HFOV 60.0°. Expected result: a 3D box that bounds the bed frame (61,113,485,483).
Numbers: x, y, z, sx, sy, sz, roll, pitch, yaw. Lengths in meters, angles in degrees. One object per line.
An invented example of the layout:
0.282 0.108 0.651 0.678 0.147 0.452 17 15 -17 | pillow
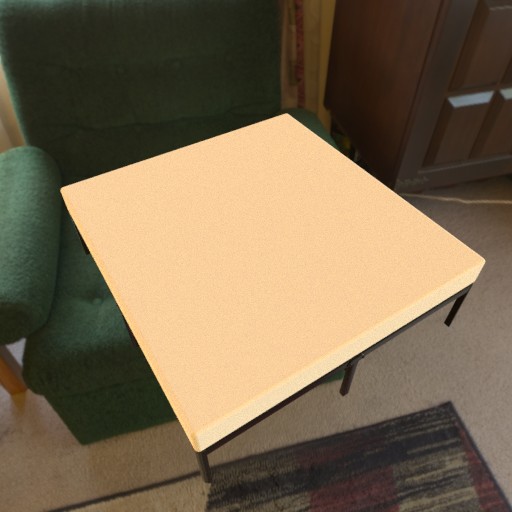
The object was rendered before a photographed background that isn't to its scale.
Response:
0.000 0.000 3.099 1.963 0.659 2.079 -25 51 -22 | bed frame
